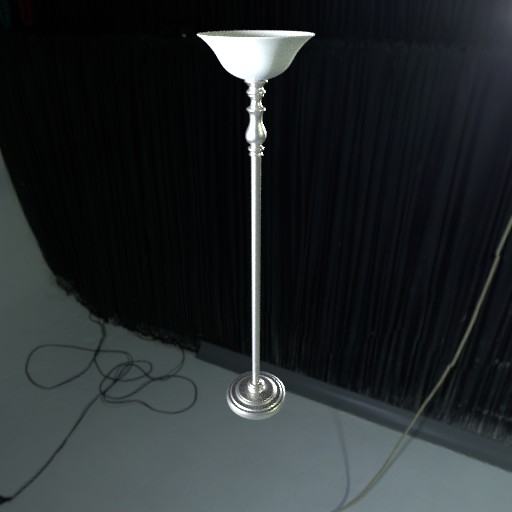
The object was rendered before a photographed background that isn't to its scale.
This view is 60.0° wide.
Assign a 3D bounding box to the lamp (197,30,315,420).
[{"bbox_3d":[0.000,0.000,1.971,0.405,1.771,0.405,11,31,18],"label":"lamp"}]
